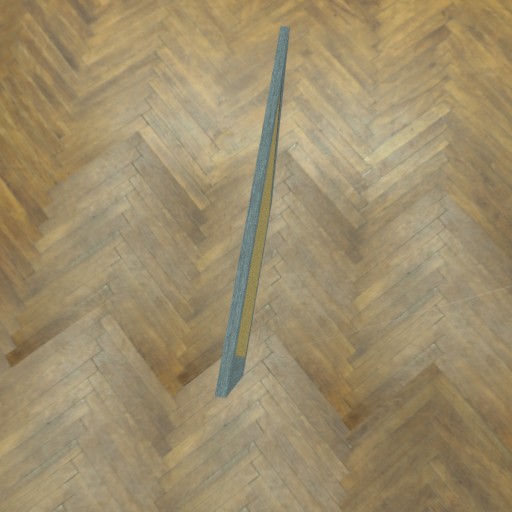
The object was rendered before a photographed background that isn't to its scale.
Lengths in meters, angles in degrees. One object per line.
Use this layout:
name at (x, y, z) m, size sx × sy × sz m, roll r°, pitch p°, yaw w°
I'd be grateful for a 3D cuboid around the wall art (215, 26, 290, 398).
wall art at (0.000, 0.000, 1.384) m, size 0.020 × 1.070 × 0.768 m, roll 9°, pitch 77°, yaw 2°
